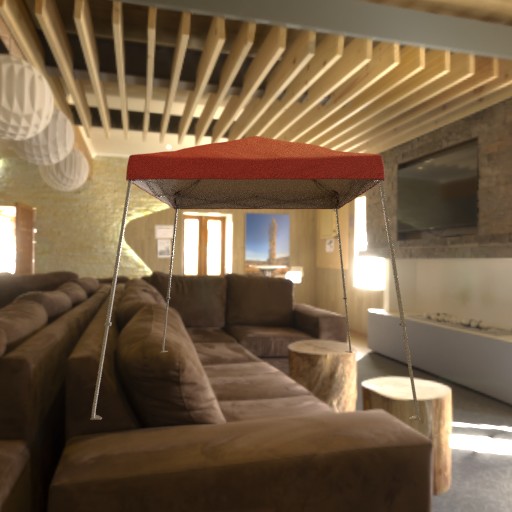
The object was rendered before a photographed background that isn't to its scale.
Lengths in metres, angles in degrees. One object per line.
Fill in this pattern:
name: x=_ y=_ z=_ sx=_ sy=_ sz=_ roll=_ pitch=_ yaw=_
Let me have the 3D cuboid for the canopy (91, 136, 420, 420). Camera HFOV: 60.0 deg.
canopy: x=0.000 y=0.000 z=6.642 sx=3.599 sy=3.600 sz=3.600 roll=0 pitch=0 yaw=0
